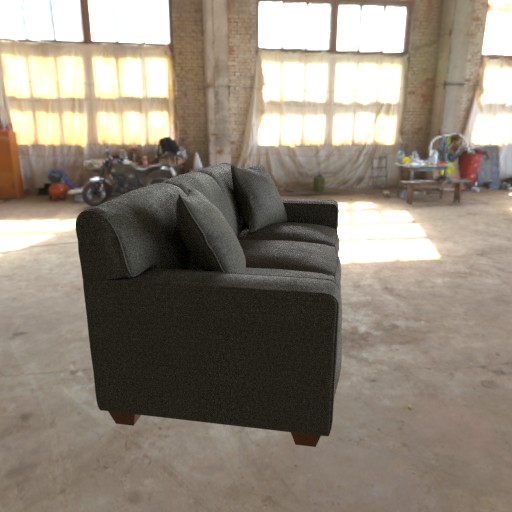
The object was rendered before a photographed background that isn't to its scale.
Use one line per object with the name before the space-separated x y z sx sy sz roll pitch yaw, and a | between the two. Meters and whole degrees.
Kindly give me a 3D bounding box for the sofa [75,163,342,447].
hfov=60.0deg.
sofa | 0.000 0.000 2.565 0.997 0.958 2.024 3 17 10
